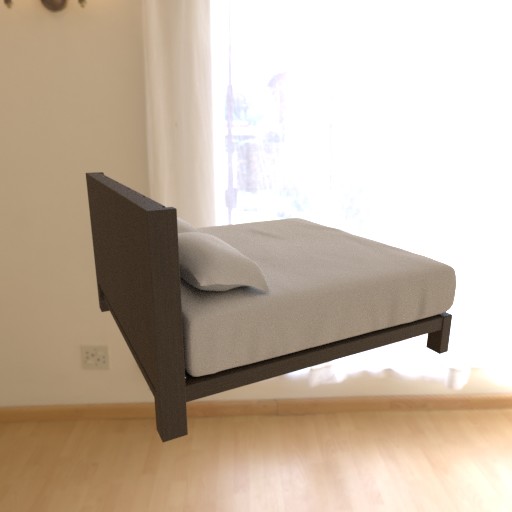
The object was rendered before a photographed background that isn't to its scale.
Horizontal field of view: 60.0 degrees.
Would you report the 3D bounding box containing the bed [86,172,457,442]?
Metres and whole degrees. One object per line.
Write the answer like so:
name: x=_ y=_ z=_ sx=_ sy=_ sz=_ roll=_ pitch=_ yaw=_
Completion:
bed: x=0.000 y=0.000 z=3.619 sx=2.238 sy=1.261 sz=2.143 roll=-8 pitch=18 yaw=-26
